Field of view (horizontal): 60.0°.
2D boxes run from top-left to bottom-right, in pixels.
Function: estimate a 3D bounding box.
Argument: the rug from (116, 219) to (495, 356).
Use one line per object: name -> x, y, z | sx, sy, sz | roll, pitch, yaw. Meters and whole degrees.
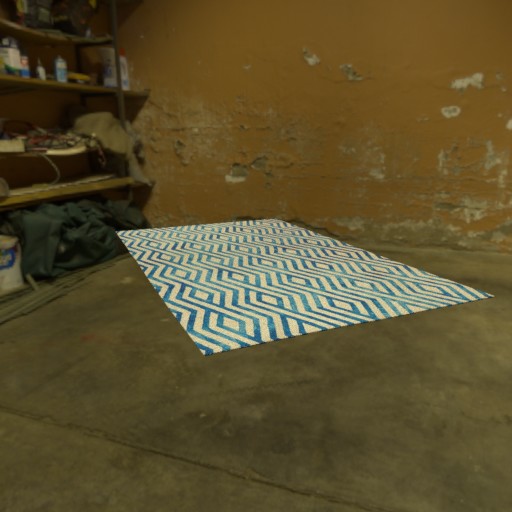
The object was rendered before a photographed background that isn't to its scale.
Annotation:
rug -> 0.000, 0.000, 2.996 | 1.531, 0.008, 2.439 | -7, 16, -23
